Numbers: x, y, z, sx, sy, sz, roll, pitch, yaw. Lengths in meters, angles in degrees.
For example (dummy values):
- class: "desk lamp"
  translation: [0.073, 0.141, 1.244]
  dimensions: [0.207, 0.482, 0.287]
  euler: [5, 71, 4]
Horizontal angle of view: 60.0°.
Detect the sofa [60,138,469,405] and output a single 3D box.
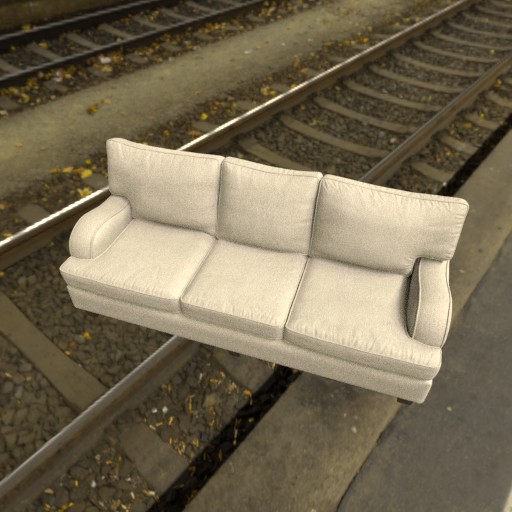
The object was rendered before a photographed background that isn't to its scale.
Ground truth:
- class: "sofa"
  translation: [0.000, 0.000, 2.830]
  dimensions: [2.323, 0.991, 1.016]
  euler: [13, 44, 13]
